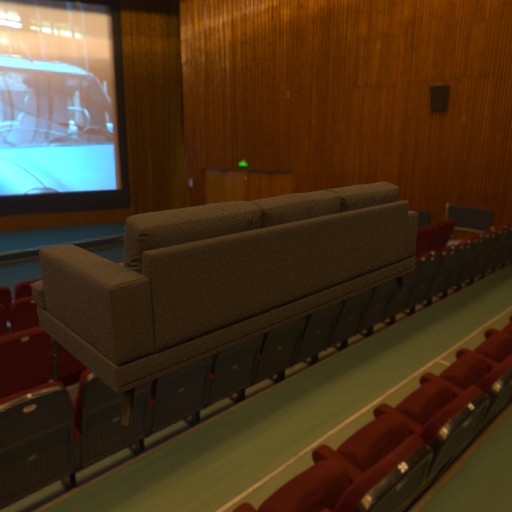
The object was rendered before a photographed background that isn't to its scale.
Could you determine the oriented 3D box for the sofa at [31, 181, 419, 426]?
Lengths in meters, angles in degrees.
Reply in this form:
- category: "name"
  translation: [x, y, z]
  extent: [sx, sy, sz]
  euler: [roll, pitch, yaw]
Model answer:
- category: "sofa"
  translation: [0.000, 0.000, 2.690]
  extent: [2.310, 0.810, 0.920]
  euler: [-14, 21, -42]
